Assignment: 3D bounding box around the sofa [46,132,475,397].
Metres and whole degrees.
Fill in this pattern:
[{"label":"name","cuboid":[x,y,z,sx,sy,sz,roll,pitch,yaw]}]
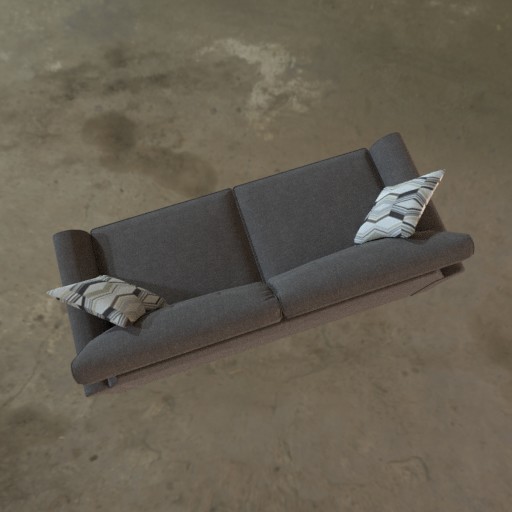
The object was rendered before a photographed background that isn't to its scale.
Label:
[{"label":"sofa","cuboid":[0.000,0.000,2.425,2.032,0.813,0.889,-17,74,-5]}]
